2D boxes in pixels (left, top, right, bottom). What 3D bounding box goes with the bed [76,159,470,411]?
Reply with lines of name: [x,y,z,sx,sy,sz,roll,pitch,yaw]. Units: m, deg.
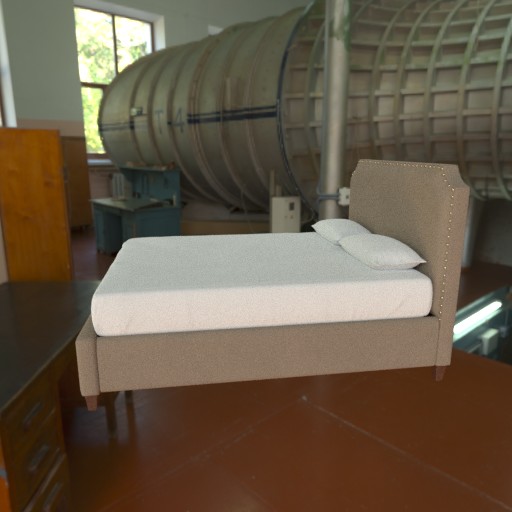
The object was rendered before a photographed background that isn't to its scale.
bed: [0.000,0.000,3.413,2.329,1.415,1.703,-2,14,-9]
